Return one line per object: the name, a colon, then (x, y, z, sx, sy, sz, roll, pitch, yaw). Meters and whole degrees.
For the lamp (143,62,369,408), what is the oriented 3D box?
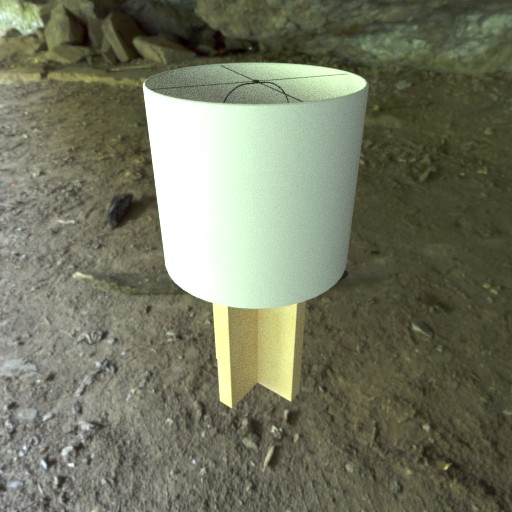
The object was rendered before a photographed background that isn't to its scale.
lamp: (0.000, 0.000, 0.569, 0.229, 0.428, 0.229, 21, 38, 31)
